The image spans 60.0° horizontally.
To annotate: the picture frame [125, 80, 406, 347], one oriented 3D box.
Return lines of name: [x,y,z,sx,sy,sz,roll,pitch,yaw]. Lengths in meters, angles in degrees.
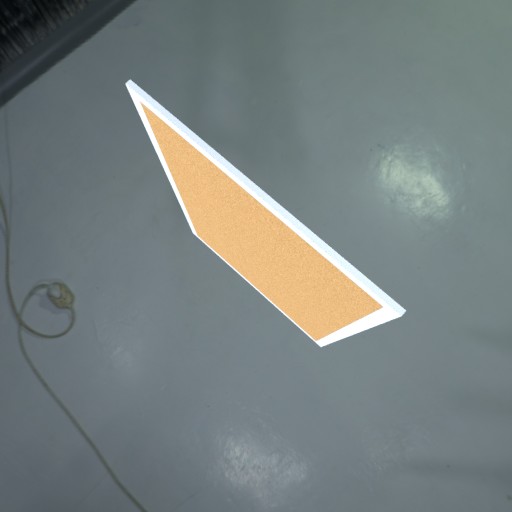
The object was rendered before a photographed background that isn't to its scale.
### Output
picture frame: [0.000,0.000,1.243,0.659,0.940,0.013,41,79,10]
